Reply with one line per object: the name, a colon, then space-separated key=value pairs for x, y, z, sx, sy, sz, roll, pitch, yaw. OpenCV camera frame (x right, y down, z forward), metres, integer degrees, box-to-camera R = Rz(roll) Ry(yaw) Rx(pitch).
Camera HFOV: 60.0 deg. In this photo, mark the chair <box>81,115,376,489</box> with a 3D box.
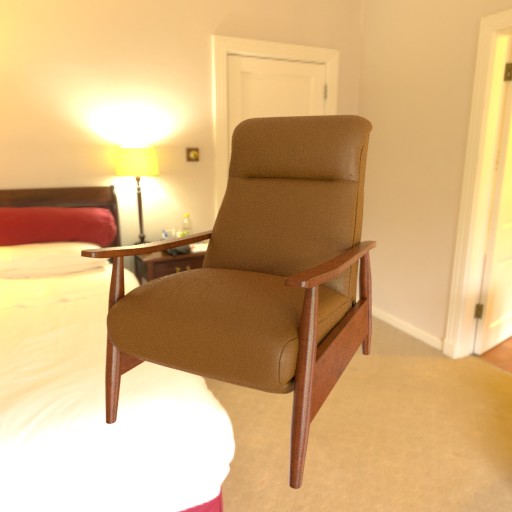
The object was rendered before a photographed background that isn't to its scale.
chair: x=0.000 y=0.000 z=1.707 sx=0.762 sy=1.082 sz=1.014 roll=7 pitch=15 yaw=25
